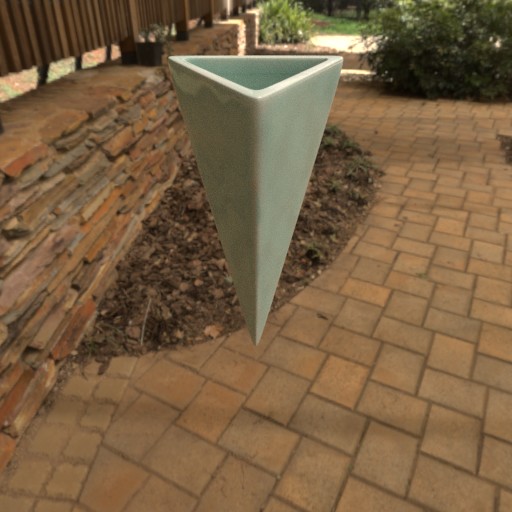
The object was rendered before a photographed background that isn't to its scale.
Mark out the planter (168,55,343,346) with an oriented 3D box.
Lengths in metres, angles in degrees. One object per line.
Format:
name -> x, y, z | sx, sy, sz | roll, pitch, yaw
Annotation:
planter -> 0.000, 0.000, 0.224 | 0.080, 0.178, 0.064 | 0, 32, 0
